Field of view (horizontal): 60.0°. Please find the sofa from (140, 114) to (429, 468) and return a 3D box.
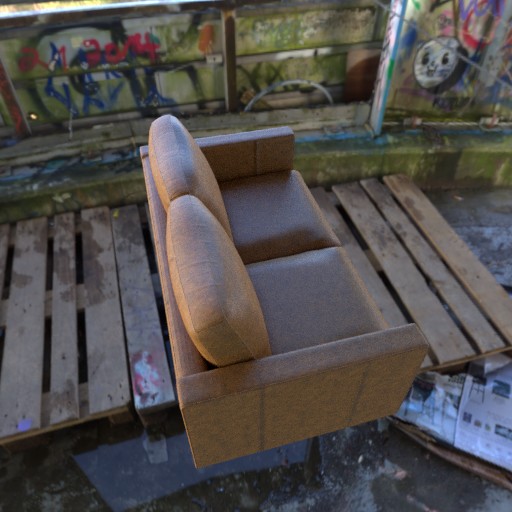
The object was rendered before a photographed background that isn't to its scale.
[{"bbox_3d":[0.000,0.000,2.139,0.909,0.951,1.578,-11,46,-11],"label":"sofa"}]
